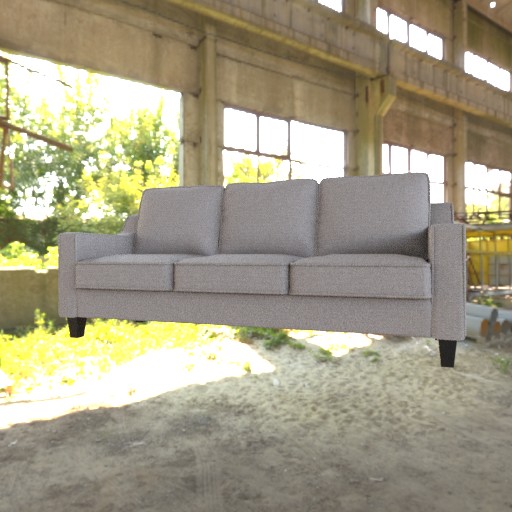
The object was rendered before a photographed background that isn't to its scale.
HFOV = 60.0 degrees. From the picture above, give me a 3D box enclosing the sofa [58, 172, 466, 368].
[{"bbox_3d":[0.000,0.000,2.560,2.129,0.950,0.899,0,0,20],"label":"sofa"}]
